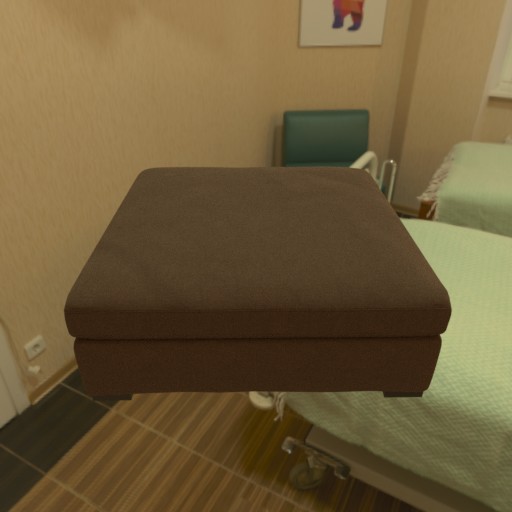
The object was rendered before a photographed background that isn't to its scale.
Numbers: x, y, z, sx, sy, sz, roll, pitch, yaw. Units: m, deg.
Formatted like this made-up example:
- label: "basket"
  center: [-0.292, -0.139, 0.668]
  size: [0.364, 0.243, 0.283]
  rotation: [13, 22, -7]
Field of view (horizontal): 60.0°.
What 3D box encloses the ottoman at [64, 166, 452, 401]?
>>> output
- label: "ottoman"
  center: [0.000, 0.000, 1.876]
  size: [1.181, 0.470, 1.181]
  rotation: [0, 31, -1]
